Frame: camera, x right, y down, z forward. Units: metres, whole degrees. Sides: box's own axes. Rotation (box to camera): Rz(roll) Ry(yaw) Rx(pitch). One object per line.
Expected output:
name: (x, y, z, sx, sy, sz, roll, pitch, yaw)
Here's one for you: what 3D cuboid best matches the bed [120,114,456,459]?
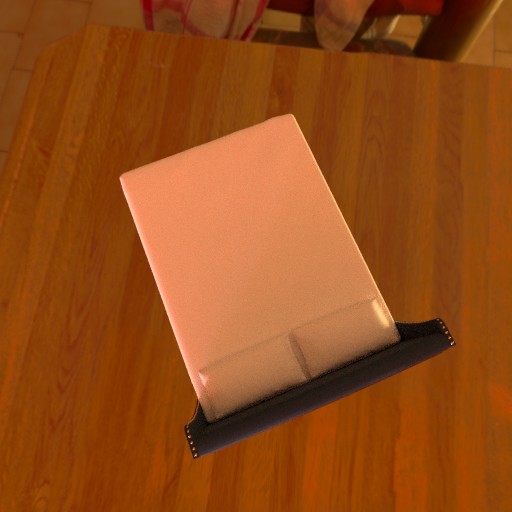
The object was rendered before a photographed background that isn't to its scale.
bed: (0.000, 0.000, 3.293, 1.604, 1.402, 2.223, -22, 76, -6)
